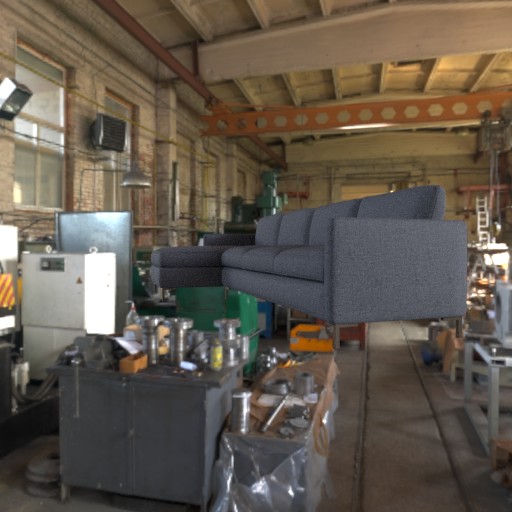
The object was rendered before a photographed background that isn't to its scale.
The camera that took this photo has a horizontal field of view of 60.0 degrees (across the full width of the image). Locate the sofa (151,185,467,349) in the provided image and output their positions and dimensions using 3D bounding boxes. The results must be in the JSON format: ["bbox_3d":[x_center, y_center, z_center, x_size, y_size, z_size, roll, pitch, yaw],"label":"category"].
[{"bbox_3d":[0.000,0.000,2.863,1.125,0.673,2.445,0,1,-19],"label":"sofa"}]
